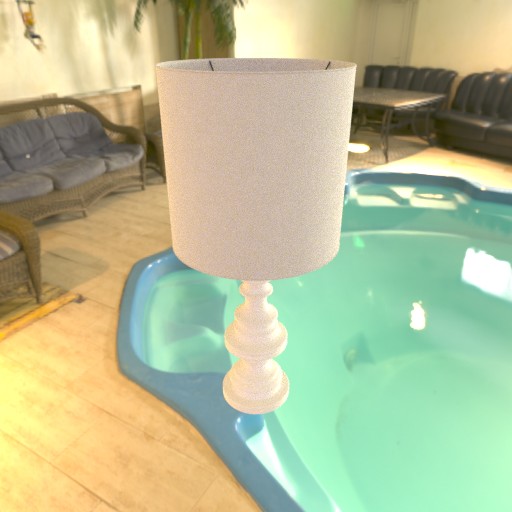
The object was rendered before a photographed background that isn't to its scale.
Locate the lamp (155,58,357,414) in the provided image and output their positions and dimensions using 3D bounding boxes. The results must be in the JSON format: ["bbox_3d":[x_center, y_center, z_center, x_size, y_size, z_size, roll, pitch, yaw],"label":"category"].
[{"bbox_3d":[0.000,0.000,0.571,0.208,0.455,0.208,19,33,32],"label":"lamp"}]
